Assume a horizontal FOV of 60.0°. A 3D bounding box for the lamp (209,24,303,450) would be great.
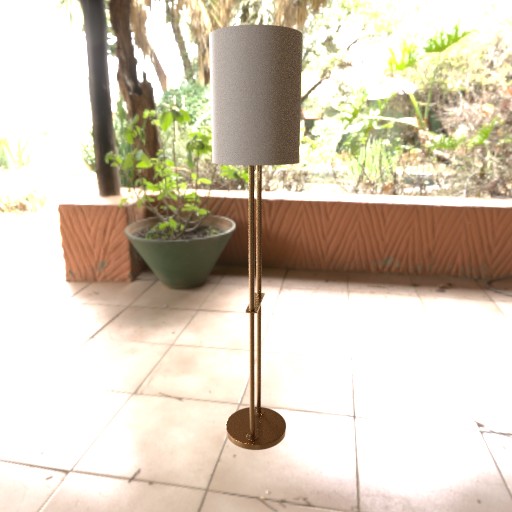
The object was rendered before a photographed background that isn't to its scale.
[{"bbox_3d":[0.000,0.000,1.652,0.305,1.500,0.306,2,15,9],"label":"lamp"}]
